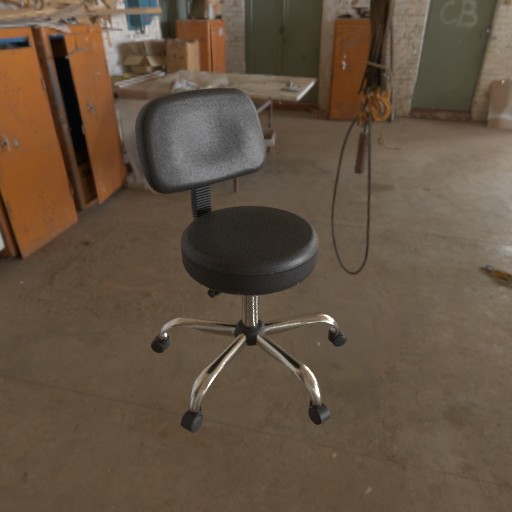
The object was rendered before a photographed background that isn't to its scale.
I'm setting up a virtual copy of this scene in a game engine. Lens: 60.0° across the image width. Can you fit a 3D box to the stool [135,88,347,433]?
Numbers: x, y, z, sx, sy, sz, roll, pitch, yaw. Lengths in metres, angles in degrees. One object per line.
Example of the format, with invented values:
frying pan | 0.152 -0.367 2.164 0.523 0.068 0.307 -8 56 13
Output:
stool | 0.000 0.000 1.308 0.673 0.862 0.648 -22 36 -33
